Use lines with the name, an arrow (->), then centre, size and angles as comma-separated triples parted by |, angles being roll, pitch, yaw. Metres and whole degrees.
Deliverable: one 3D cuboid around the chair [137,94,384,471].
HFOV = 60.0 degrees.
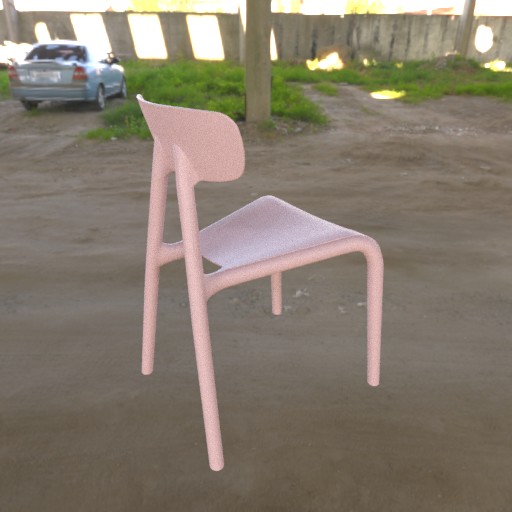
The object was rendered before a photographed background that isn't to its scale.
chair -> 0.000, 0.000, 0.842 | 0.401, 0.580, 0.356 | -17, 31, -32
